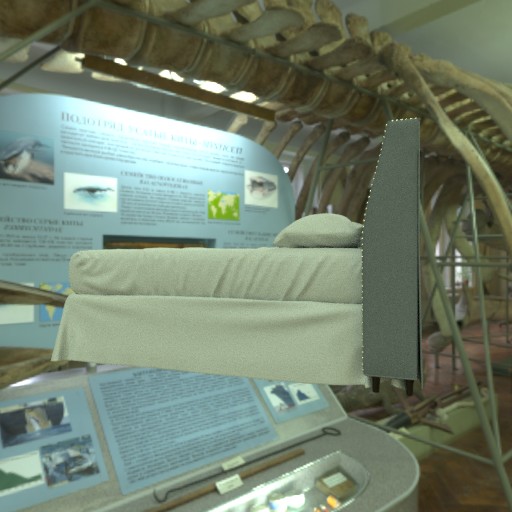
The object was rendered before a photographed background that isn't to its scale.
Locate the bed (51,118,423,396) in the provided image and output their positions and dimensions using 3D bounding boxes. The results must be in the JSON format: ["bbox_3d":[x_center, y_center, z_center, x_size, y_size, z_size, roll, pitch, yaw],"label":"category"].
[{"bbox_3d":[0.000,0.000,3.312,2.276,1.332,1.925,0,0,19],"label":"bed"}]
